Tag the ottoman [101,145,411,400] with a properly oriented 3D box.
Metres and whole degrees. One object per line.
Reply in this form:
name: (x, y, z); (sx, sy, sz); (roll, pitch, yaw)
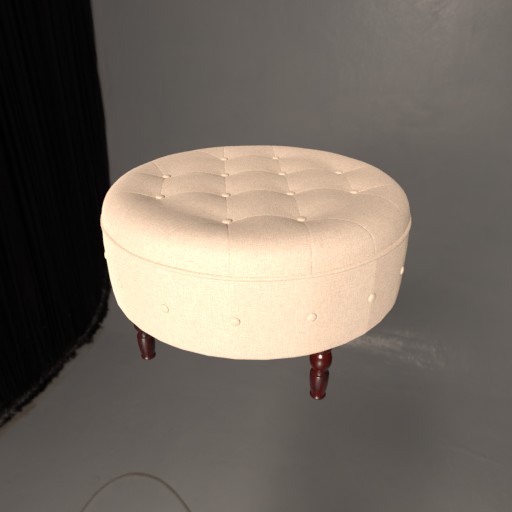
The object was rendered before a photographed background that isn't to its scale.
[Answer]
ottoman: (0.000, 0.000, 1.344); (0.848, 0.494, 0.848); (0, 28, 0)
